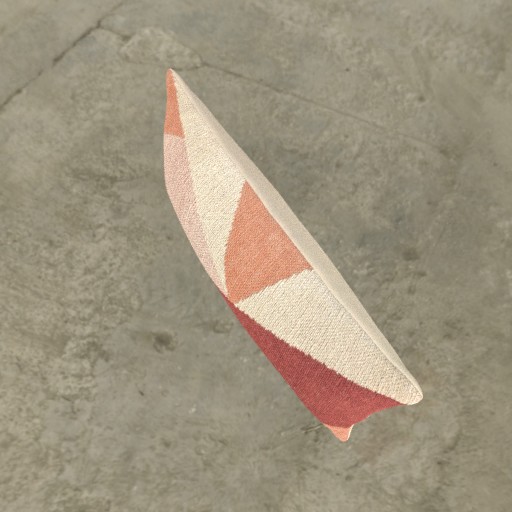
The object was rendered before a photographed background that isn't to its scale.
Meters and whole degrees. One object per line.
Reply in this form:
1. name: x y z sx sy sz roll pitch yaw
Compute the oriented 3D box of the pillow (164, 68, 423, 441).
1. pillow: 0.000 0.000 0.718 0.155 0.292 0.609 -29 67 -14
